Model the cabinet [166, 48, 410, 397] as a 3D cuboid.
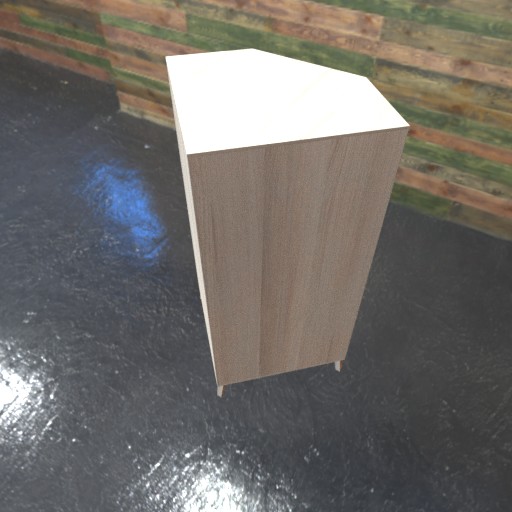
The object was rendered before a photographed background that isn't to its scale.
[{"bbox_3d":[0.000,0.000,2.637,1.272,1.957,0.969,24,51,21],"label":"cabinet"}]
